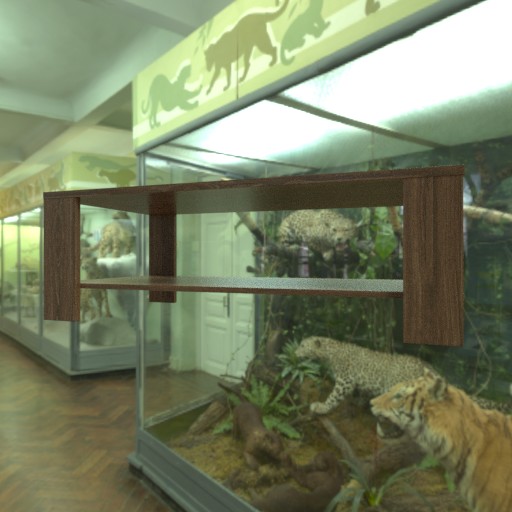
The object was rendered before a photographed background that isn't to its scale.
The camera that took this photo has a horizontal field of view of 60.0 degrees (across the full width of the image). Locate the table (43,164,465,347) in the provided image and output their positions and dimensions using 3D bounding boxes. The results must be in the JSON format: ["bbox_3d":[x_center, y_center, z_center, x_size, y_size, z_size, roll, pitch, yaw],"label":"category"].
[{"bbox_3d":[0.000,0.000,1.461,1.200,0.400,0.600,0,0,20],"label":"table"}]
